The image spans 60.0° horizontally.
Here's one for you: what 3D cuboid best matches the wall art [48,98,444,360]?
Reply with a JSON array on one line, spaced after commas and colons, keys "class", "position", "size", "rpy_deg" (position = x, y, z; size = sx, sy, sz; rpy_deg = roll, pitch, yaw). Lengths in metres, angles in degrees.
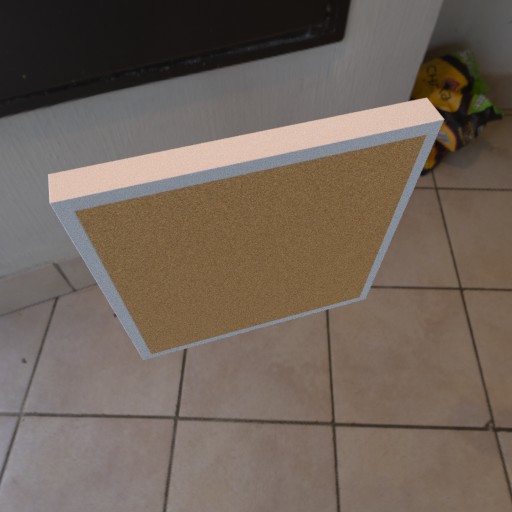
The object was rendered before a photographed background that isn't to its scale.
[{"class": "wall art", "position": [0.000, 0.000, 0.618], "size": [0.406, 0.406, 0.038], "rpy_deg": [-14, 58, -9]}]
